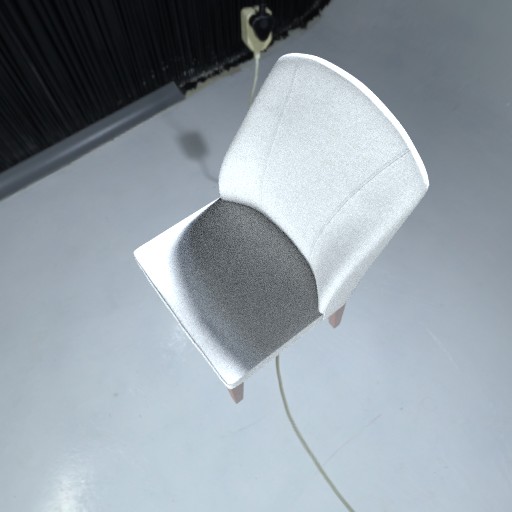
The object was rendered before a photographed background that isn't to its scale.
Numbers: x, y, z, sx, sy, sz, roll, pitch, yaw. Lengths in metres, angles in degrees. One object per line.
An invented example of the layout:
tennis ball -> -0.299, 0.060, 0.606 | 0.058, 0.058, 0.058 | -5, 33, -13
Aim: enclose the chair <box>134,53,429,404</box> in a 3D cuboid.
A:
chair -> 0.000, 0.000, 1.208 | 0.540, 0.893, 0.472 | -34, 68, -16
